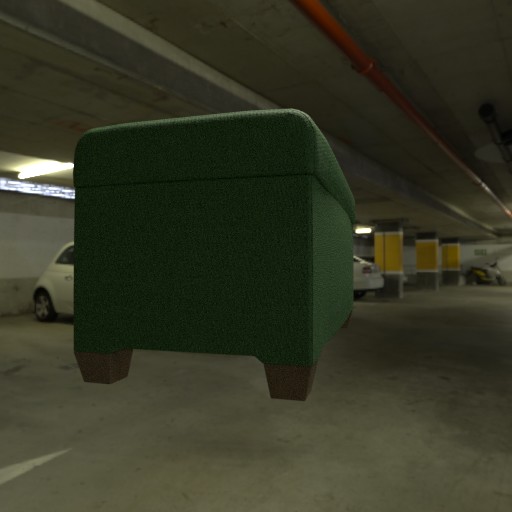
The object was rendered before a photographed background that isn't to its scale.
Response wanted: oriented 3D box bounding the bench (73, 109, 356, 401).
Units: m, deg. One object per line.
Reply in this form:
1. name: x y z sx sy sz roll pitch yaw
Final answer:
1. bench: 0.000 0.000 1.246 0.505 0.501 0.989 0 -1 16
